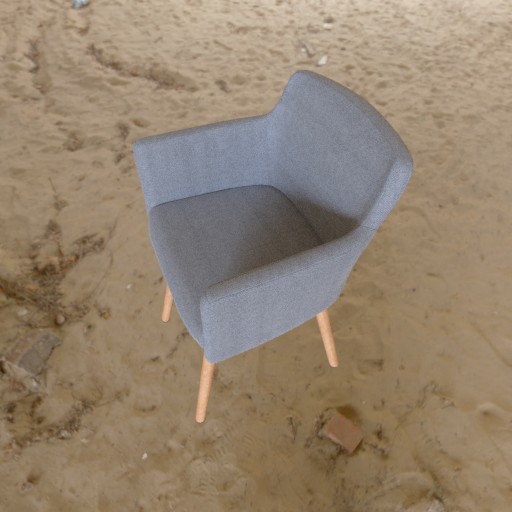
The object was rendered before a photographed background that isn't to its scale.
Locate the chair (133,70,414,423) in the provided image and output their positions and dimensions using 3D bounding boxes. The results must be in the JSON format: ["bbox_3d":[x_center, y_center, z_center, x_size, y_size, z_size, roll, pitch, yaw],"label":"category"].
[{"bbox_3d":[0.000,0.000,1.177,0.540,0.780,0.570,-18,49,-16],"label":"chair"}]
